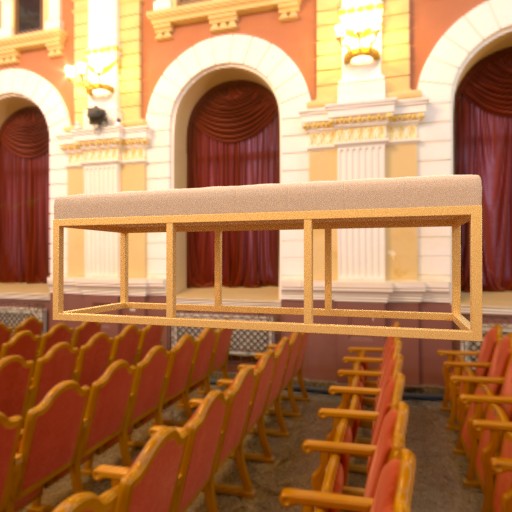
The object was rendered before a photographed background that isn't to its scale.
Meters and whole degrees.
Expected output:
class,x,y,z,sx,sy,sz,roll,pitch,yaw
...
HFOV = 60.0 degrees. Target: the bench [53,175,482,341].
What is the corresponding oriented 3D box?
class,x,y,z,sx,sy,sz,roll,pitch,yaw
bench,0.000,0.000,1.674,1.473,0.484,0.457,0,0,17
